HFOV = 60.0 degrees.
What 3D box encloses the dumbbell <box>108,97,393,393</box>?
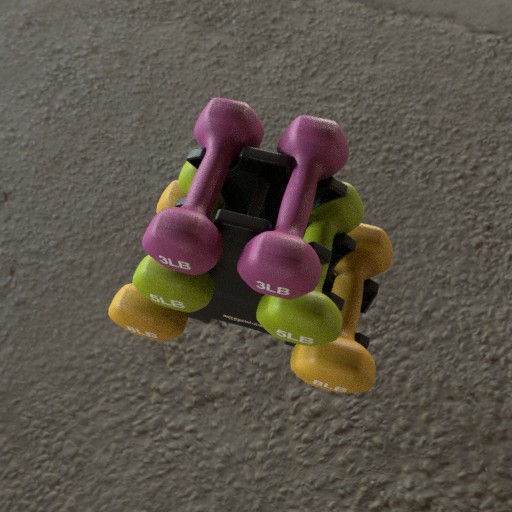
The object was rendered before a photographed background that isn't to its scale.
[{"bbox_3d":[0.000,0.000,0.462,0.300,0.271,0.190,14,62,8],"label":"dumbbell"}]
